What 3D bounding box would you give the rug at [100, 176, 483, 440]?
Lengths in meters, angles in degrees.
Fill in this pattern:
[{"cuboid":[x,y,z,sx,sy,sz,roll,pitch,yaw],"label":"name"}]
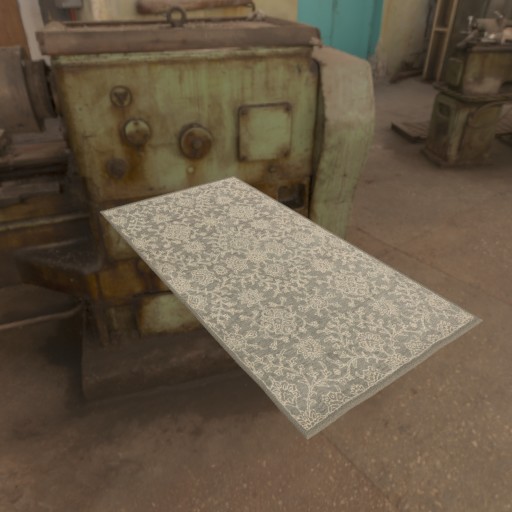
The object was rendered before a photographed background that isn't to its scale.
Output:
[{"cuboid":[0.000,0.000,3.618,1.546,0.011,3.048,-21,38,-29],"label":"rug"}]
